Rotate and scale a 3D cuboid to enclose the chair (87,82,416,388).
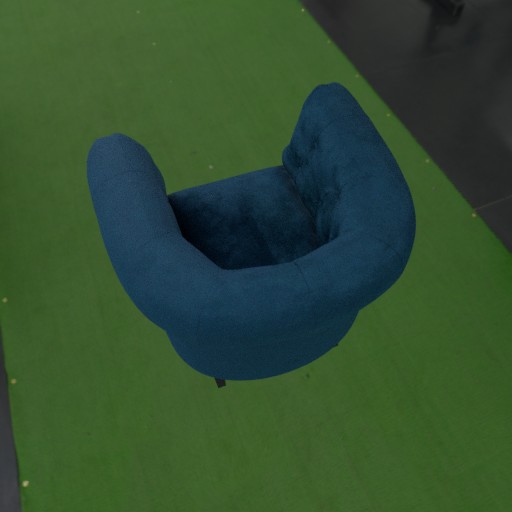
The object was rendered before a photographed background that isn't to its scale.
[{"bbox_3d":[0.000,0.000,1.564,0.904,0.826,0.851,-17,60,-10],"label":"chair"}]
